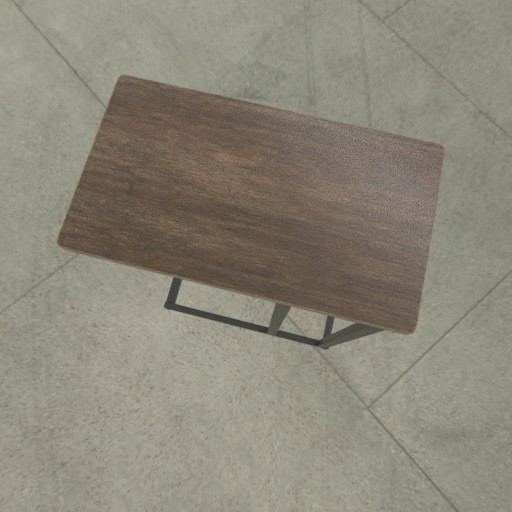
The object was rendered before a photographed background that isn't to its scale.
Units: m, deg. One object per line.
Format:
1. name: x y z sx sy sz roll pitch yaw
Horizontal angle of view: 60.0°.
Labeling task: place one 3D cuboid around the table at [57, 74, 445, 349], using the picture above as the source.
1. table: 0.000 0.000 0.873 0.450 0.637 0.254 14 76 3
